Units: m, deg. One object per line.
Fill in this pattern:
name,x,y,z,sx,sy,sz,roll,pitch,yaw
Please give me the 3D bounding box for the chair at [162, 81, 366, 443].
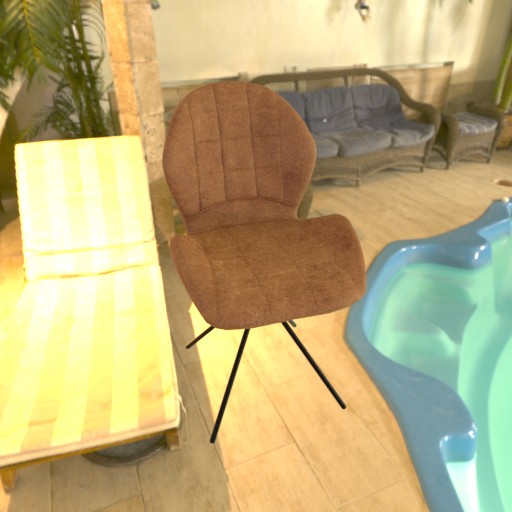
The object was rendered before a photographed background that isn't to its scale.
chair,0.000,0.000,1.363,0.527,0.929,0.640,-9,31,-15
